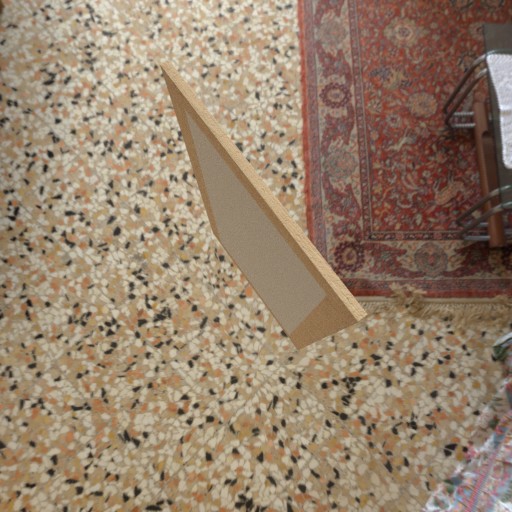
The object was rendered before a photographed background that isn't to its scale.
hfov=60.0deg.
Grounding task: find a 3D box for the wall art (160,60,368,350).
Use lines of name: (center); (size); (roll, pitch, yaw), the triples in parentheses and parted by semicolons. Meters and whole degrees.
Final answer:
wall art: (0.000, 0.000, 0.829); (0.013, 0.683, 0.381); (-35, 78, -8)
